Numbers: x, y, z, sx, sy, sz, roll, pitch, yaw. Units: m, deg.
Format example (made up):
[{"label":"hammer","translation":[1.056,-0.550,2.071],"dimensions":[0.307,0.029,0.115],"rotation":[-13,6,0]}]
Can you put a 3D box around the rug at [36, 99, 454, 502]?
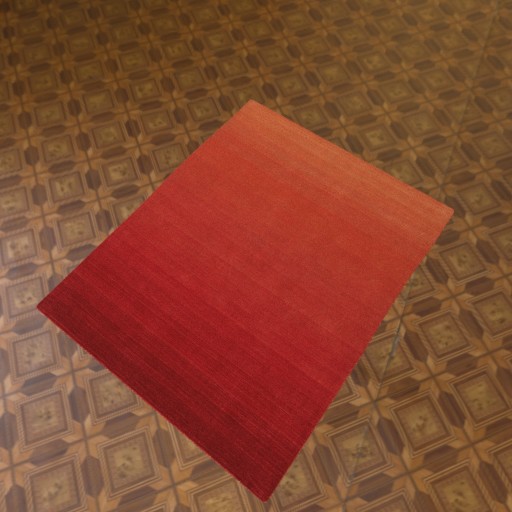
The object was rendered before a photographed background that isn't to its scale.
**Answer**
[{"label":"rug","translation":[0.000,0.000,3.805],"dimensions":[2.340,0.028,2.905],"rotation":[34,68,16]}]
